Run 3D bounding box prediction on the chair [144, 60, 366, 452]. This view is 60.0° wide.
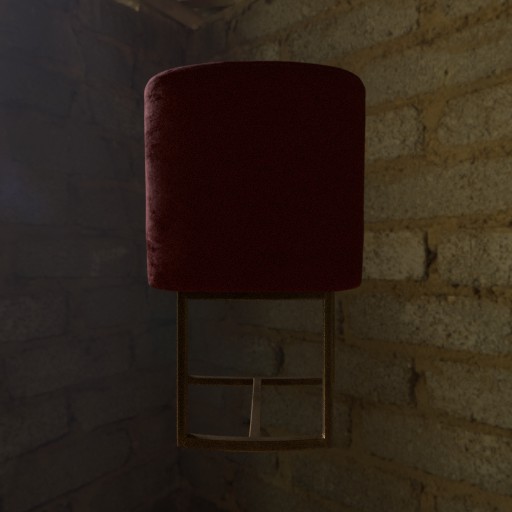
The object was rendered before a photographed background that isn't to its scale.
[{"bbox_3d":[0.000,0.000,1.186,0.530,0.824,0.560,0,0,1],"label":"chair"}]
